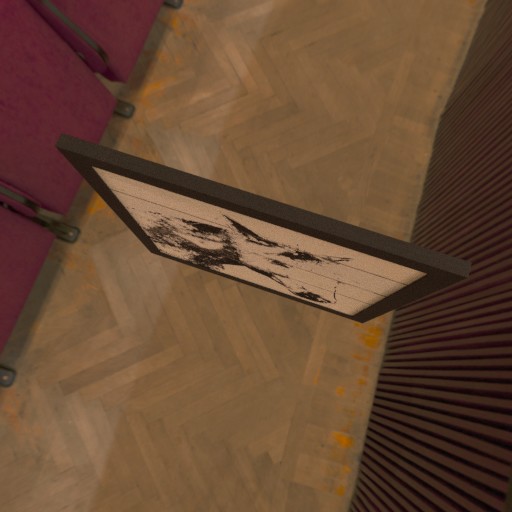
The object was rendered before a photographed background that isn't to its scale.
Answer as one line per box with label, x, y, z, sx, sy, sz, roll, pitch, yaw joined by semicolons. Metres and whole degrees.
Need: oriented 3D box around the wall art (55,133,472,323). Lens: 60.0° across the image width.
wall art;0.000;0.000;1.529;1.016;1.016;0.038;18;76;5
